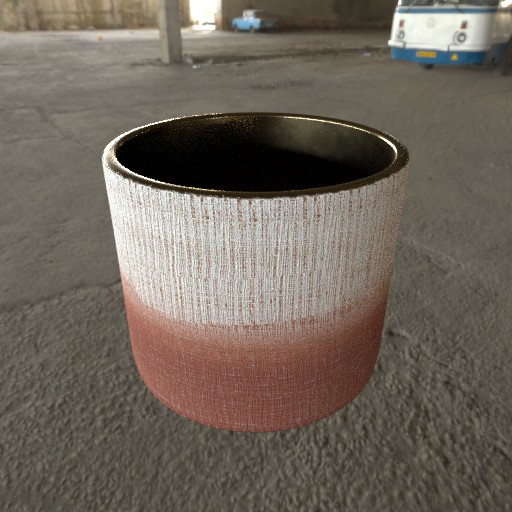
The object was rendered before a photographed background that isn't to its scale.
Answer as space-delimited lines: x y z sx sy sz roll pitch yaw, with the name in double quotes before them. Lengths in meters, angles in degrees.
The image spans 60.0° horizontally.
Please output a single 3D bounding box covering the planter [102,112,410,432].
"planter" 0.000 0.000 0.427 0.254 0.221 0.254 0 29 0
